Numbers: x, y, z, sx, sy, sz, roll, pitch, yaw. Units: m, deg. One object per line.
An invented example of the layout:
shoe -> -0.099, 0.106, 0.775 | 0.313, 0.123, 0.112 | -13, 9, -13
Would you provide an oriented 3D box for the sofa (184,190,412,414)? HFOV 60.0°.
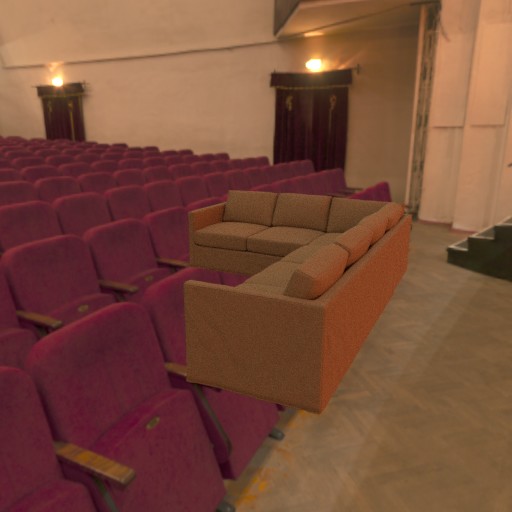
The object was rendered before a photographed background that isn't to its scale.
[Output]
sofa -> 0.000, 0.000, 4.300 | 2.432, 0.871, 3.182 | 8, 17, 26
